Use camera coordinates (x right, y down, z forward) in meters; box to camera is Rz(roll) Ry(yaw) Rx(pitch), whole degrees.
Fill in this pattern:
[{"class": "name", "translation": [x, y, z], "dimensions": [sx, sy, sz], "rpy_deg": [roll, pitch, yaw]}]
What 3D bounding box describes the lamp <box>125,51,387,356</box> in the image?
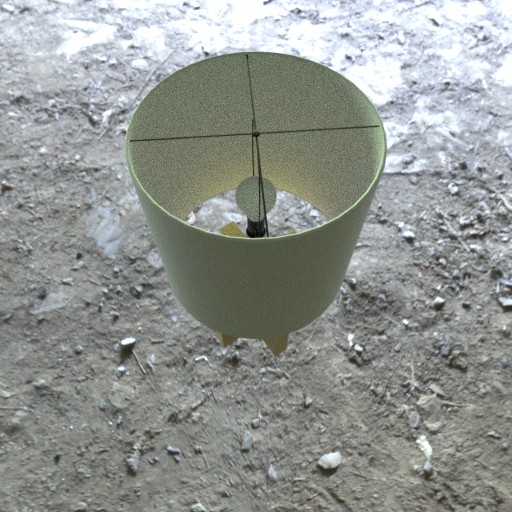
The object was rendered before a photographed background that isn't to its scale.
[{"class": "lamp", "translation": [0.000, 0.000, 0.572], "dimensions": [0.229, 0.428, 0.229], "rpy_deg": [-31, 64, -17]}]
